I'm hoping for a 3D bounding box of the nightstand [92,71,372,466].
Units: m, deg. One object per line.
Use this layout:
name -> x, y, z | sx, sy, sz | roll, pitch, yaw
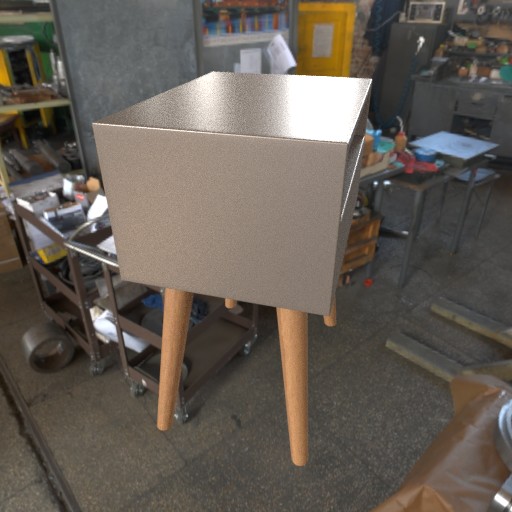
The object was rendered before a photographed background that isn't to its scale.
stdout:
nightstand -> 0.000, 0.000, 0.734 | 0.288, 0.508, 0.370 | 8, 32, 14
